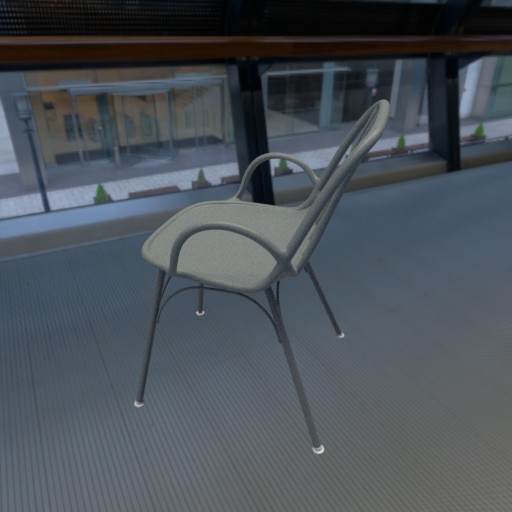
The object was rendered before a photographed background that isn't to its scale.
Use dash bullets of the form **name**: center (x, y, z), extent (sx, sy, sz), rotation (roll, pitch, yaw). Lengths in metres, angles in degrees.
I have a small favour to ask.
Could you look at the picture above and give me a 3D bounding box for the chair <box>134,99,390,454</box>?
- **chair**: center (0.000, 0.000, 1.211), extent (0.597, 0.816, 0.549), rotation (8, 29, 14)
